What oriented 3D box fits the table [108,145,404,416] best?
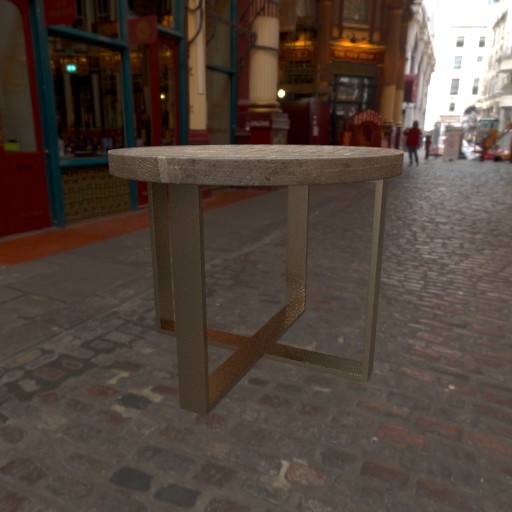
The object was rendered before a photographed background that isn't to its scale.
[{"bbox_3d":[0.000,0.000,0.935,0.557,0.437,0.557,0,16,0],"label":"table"}]
